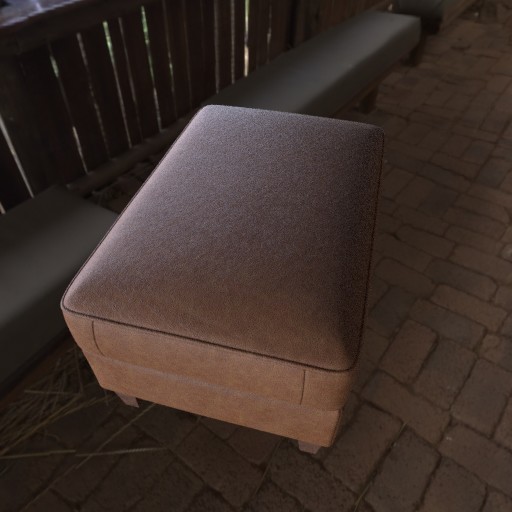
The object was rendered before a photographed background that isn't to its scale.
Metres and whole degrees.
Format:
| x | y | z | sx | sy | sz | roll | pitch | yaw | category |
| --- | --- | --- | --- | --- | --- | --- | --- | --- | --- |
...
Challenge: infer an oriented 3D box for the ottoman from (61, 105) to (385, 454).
| x | y | z | sx | sy | sz | roll | pitch | yaw | category |
| --- | --- | --- | --- | --- | --- | --- | --- | --- | --- |
| 0.000 | 0.000 | 1.185 | 0.584 | 0.483 | 0.864 | 11 | 46 | 10 | ottoman |
